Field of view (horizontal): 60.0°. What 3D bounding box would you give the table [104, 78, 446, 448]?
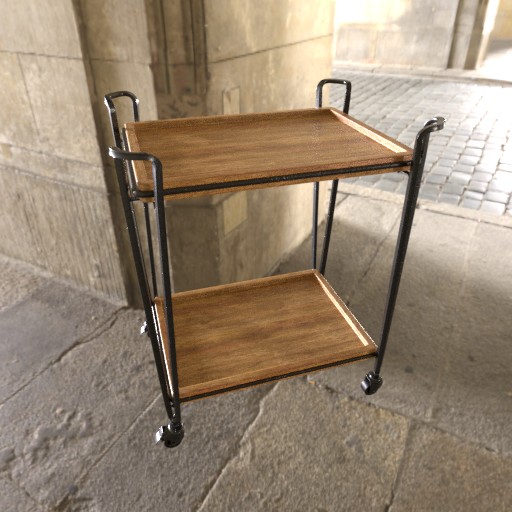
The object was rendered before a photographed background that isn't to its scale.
[{"bbox_3d":[0.000,0.000,1.191,0.672,0.785,0.505,-9,33,-15],"label":"table"}]
